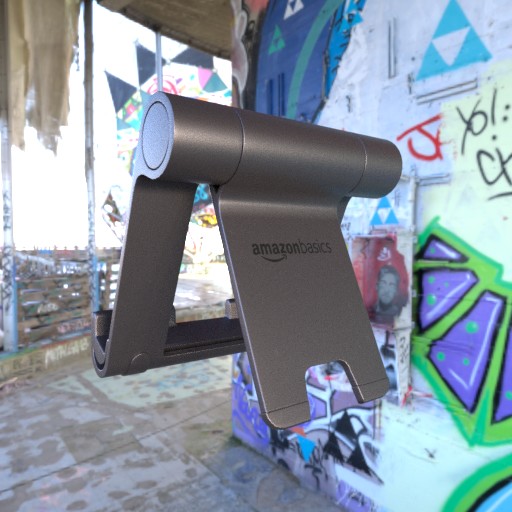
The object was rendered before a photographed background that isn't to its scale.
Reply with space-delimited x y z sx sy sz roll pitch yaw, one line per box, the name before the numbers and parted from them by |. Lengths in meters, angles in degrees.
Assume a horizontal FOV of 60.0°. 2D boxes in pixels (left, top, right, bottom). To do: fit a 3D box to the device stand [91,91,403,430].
device stand | 0.000 0.000 0.151 0.088 0.084 0.079 -1 2 -36
